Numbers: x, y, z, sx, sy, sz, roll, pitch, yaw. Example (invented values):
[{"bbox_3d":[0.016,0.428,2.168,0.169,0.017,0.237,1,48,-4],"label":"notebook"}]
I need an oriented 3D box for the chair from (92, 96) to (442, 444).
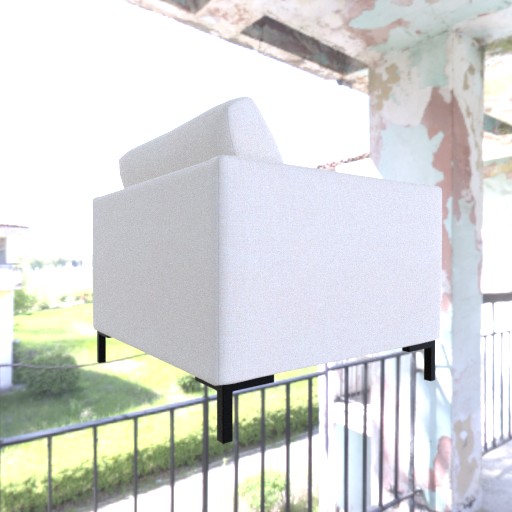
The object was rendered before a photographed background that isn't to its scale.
[{"bbox_3d":[0.000,0.000,1.565,0.875,0.806,0.964,0,1,-36],"label":"chair"}]
